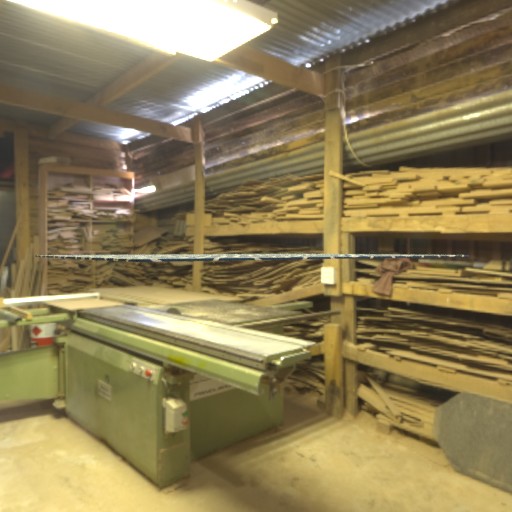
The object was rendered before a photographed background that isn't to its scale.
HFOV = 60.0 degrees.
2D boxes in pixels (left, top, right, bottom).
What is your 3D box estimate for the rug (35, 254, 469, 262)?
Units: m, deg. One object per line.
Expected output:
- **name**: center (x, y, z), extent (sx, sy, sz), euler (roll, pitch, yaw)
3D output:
- **rug**: center (0.000, 0.000, 2.672), extent (2.134, 0.010, 1.524), euler (-1, 1, -38)
